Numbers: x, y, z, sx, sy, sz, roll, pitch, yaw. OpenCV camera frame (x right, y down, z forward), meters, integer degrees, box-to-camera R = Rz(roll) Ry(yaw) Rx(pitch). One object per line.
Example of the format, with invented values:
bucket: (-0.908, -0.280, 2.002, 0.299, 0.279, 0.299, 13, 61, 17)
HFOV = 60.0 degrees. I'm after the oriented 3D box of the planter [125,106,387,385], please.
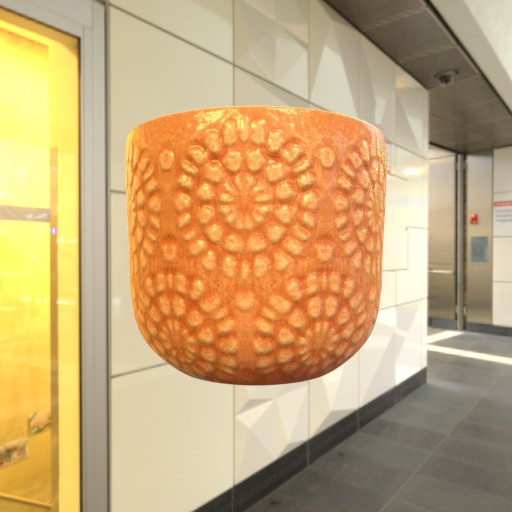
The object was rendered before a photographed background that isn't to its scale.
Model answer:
planter: (0.000, 0.000, 0.220, 0.124, 0.109, 0.124, 0, 1, 0)
